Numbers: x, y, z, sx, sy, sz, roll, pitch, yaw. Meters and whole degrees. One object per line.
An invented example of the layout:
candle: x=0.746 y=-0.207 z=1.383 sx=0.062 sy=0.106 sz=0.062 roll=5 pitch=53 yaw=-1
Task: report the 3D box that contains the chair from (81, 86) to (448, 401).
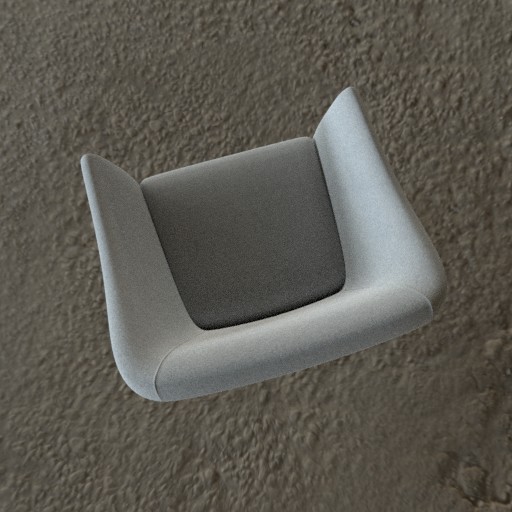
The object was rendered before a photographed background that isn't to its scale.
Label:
chair: x=0.000 y=0.000 z=1.330 sx=0.790 sy=0.720 sz=0.700 roll=-16 pitch=75 yaw=-4
